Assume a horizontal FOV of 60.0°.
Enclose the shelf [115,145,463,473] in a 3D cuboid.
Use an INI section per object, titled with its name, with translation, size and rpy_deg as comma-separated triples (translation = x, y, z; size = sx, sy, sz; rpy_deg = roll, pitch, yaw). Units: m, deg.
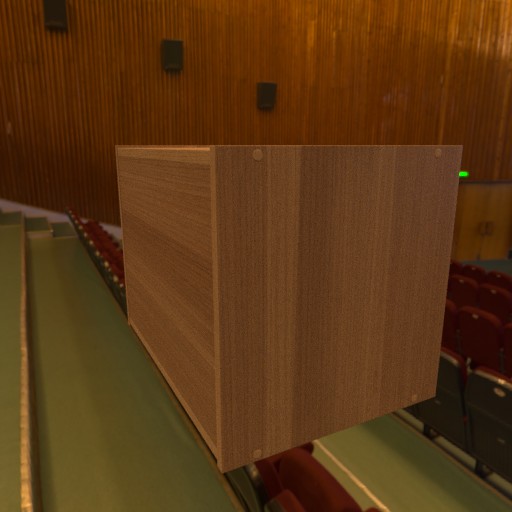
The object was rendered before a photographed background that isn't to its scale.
[shelf]
translation = 0.000, 0.000, 0.631
size = 0.290, 0.305, 0.415
rpy_deg = -7, 16, -27
